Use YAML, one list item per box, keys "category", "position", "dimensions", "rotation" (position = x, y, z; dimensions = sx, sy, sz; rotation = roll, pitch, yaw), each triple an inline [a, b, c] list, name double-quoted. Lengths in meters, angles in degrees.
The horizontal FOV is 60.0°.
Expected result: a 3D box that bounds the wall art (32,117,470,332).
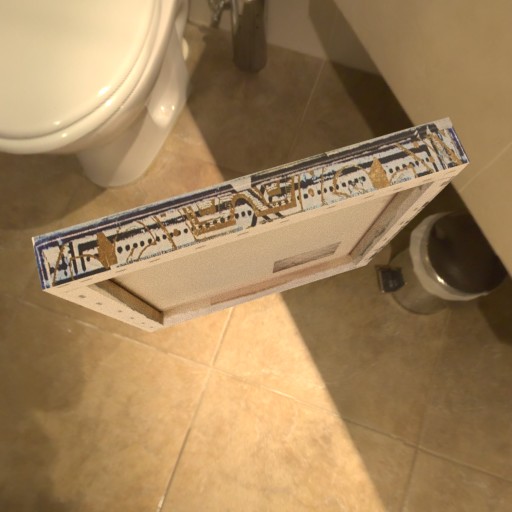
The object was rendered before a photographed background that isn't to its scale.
- category: "wall art"
  position: [0.000, 0.000, 0.450]
  dimensions: [0.302, 0.306, 0.038]
  rotation: [-17, 76, -4]
